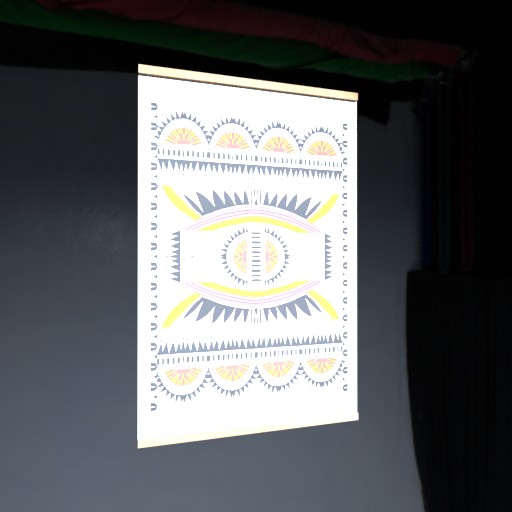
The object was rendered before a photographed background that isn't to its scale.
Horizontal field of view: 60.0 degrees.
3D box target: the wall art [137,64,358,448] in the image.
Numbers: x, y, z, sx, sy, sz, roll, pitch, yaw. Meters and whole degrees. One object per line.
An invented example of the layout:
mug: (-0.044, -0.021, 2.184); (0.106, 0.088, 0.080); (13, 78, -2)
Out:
wall art: (0.000, 0.000, 1.938); (0.999, 1.533, 0.028); (0, 0, -18)
